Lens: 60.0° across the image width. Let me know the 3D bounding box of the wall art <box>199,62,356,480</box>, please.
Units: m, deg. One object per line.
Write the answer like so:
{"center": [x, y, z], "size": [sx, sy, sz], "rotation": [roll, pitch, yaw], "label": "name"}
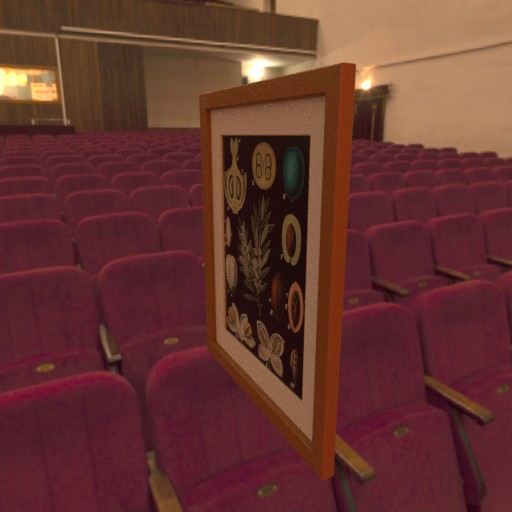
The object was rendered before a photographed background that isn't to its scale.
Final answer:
{"center": [0.000, 0.000, 0.519], "size": [0.015, 0.379, 0.310], "rotation": [-8, 17, -26], "label": "wall art"}
